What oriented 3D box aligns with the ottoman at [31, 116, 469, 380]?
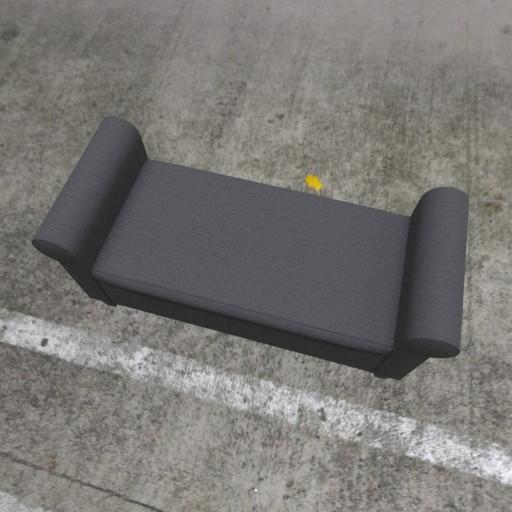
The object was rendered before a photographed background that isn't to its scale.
[{"bbox_3d":[0.000,0.000,1.552,1.256,0.547,0.521,14,63,7],"label":"ottoman"}]
